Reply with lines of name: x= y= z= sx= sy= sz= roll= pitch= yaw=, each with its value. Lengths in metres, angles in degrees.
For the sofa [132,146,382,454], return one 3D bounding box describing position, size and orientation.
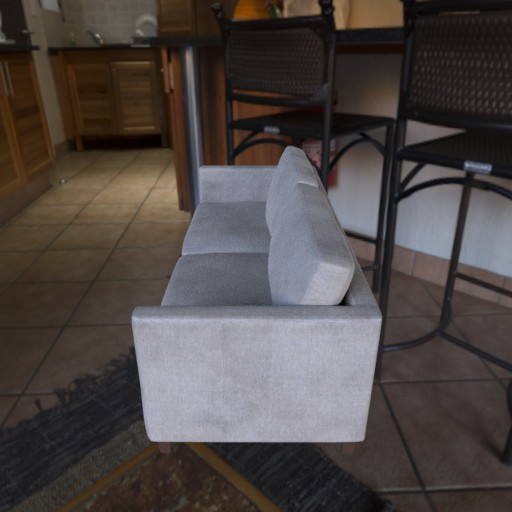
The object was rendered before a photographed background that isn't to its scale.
sofa: x=0.000 y=0.000 z=2.695 sx=0.951 sy=0.965 sz=2.208 roll=0 pitch=26 yaw=0
